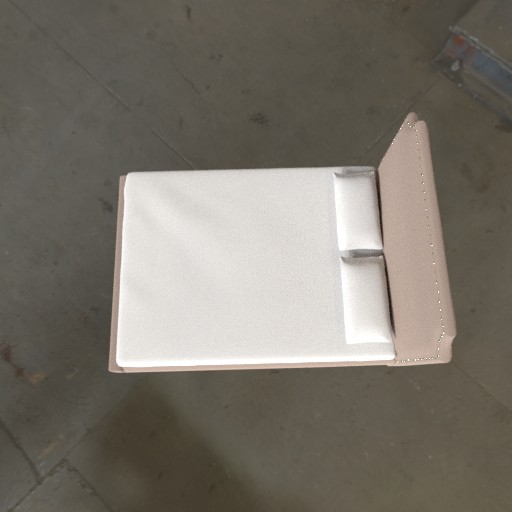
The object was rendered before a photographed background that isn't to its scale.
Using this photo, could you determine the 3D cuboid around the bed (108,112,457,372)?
[{"bbox_3d":[0.000,0.000,3.450,2.372,1.443,1.713,-1,75,0],"label":"bed"}]
